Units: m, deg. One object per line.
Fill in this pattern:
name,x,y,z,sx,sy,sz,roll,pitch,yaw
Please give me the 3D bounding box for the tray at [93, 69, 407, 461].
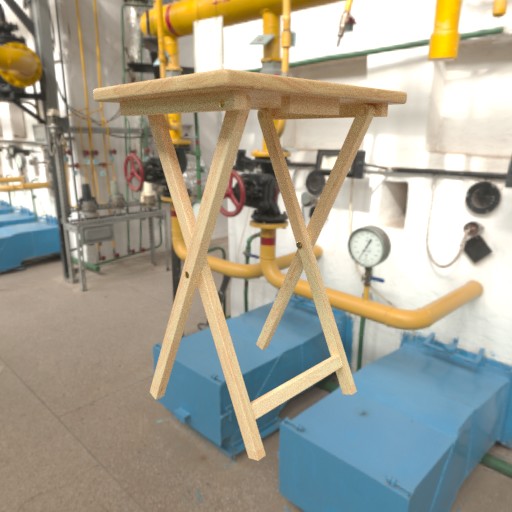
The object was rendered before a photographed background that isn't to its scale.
tray,0.000,0.000,0.941,0.483,0.660,0.381,-15,21,-42
